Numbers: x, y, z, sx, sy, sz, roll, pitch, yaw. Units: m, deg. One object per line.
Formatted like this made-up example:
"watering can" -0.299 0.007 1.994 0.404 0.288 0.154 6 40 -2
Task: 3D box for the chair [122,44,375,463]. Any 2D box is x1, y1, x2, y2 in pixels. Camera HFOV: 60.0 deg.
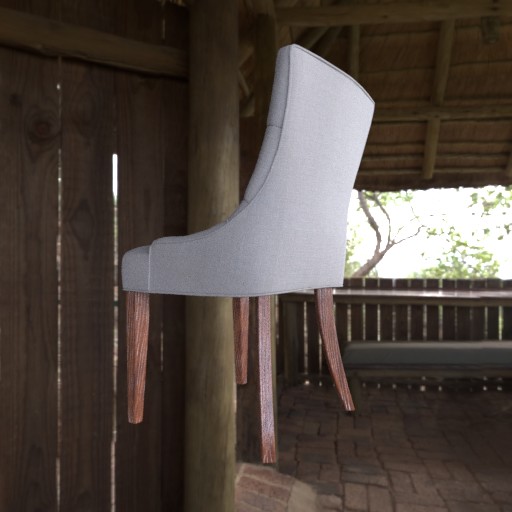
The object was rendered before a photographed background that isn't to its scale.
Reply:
"chair" 0.000 0.000 1.214 0.565 0.874 0.509 0 -1 36
